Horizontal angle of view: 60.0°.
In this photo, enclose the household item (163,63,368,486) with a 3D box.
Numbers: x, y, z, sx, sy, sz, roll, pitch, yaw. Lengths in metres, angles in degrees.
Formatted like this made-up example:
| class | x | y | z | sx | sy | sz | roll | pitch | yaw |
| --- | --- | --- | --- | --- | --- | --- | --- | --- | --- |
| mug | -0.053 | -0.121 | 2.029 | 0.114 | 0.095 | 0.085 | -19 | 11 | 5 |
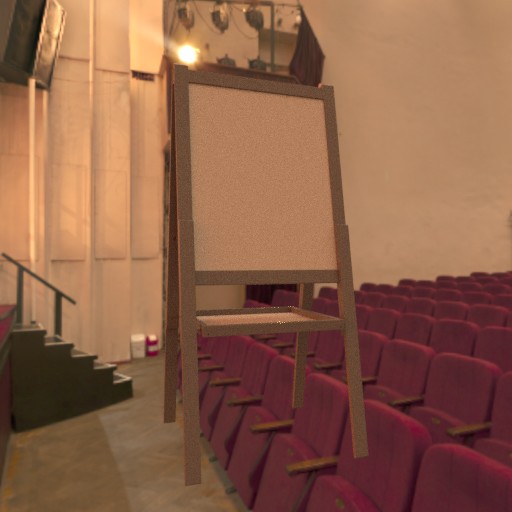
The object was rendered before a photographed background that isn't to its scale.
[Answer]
| class | x | y | z | sx | sy | sz | roll | pitch | yaw |
| --- | --- | --- | --- | --- | --- | --- | --- | --- | --- |
| household item | 0.000 | 0.000 | 1.429 | 0.531 | 1.172 | 0.469 | 0 | -1 | -19 |
